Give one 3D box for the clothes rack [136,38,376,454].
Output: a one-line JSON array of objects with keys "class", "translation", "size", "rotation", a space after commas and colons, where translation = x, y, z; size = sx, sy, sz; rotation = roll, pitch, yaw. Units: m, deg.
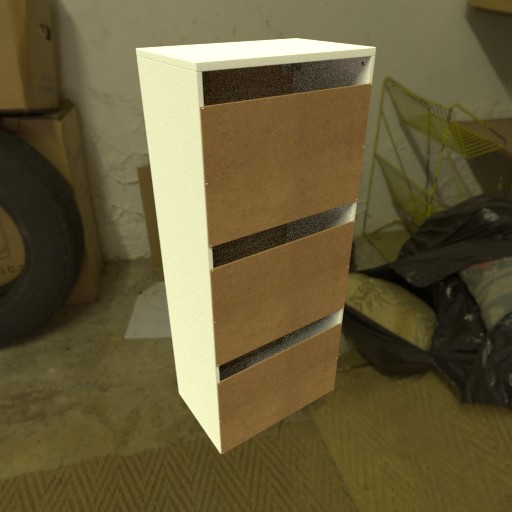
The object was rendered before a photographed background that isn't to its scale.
[{"class": "clothes rack", "translation": [0.000, 0.000, 1.389], "size": [0.500, 1.187, 0.331], "rotation": [-19, 36, -29]}]
